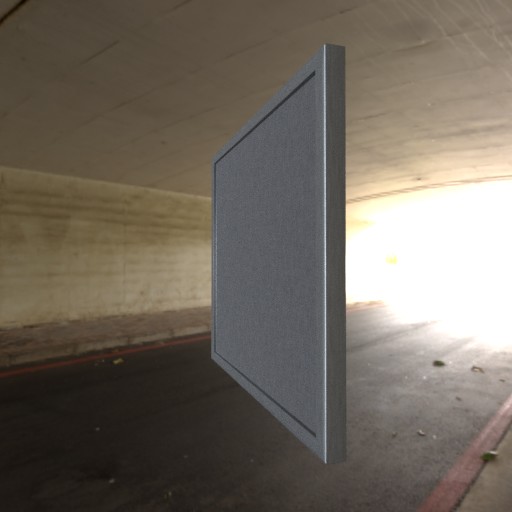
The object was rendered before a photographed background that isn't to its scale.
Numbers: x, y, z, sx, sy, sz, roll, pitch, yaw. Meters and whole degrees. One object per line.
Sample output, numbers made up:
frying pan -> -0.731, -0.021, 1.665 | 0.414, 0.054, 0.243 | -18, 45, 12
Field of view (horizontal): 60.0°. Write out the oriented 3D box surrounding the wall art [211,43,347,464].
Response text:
wall art -> 0.000, 0.000, 0.747 | 0.028, 0.457, 0.556 | 0, -1, -19
